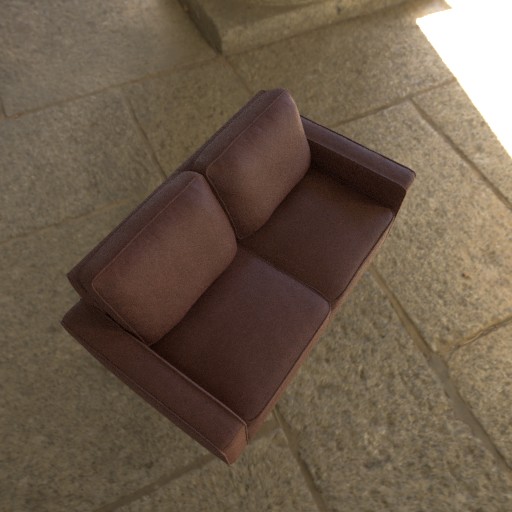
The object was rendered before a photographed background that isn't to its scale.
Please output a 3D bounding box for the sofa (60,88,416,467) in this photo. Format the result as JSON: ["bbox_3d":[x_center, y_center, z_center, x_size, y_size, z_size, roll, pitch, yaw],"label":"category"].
[{"bbox_3d":[0.000,0.000,2.263,0.947,0.918,1.709,32,65,17],"label":"sofa"}]
